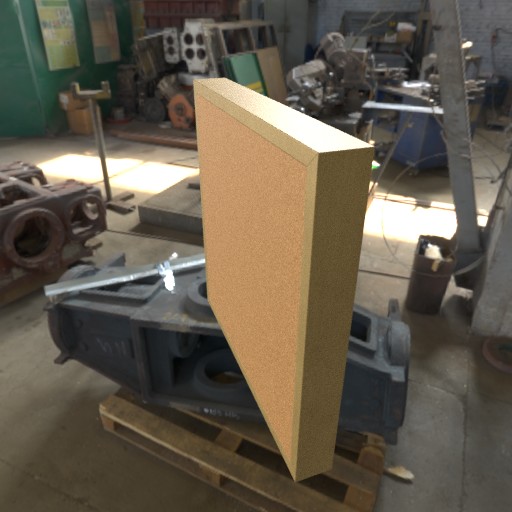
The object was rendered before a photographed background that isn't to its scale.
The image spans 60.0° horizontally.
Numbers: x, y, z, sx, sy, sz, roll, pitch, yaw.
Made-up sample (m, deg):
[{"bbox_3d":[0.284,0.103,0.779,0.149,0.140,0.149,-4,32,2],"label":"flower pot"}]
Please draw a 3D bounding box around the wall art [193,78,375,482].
[{"bbox_3d":[0.000,0.000,0.458,0.038,0.305,0.305,-10,31,-18],"label":"wall art"}]
